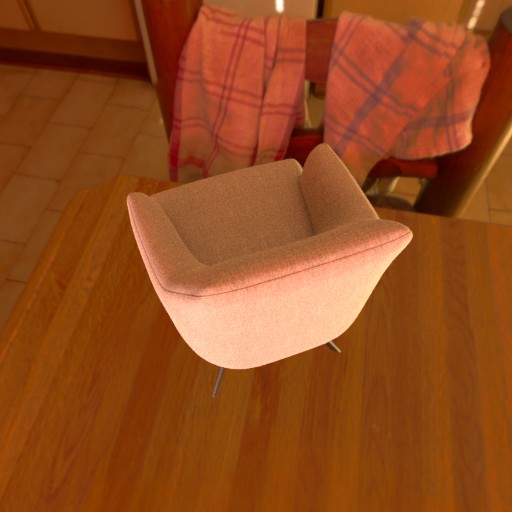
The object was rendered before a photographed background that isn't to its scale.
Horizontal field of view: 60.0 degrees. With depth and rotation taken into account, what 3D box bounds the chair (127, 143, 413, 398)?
[{"bbox_3d":[0.000,0.000,1.341,0.642,0.874,0.677,-17,59,-11],"label":"chair"}]
